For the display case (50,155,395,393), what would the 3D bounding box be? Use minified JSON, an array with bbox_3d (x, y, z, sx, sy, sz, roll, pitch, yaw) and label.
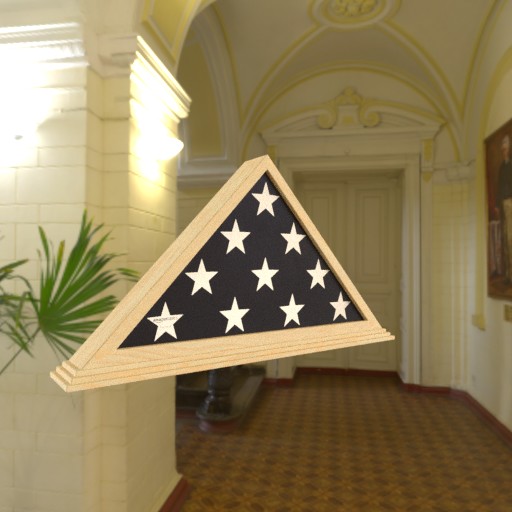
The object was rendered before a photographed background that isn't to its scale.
[{"bbox_3d":[0.000,0.000,0.769,0.640,0.340,0.095,1,-1,-36],"label":"display case"}]
